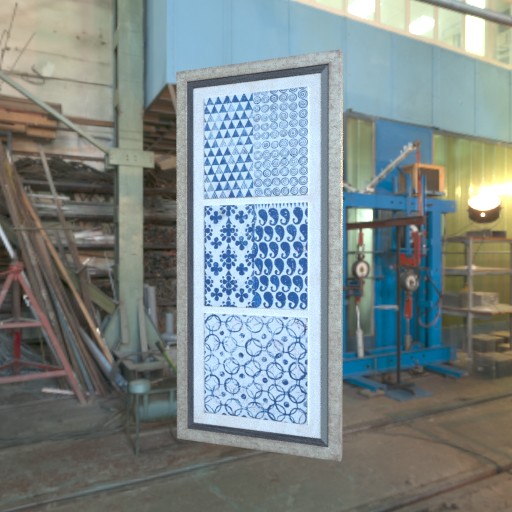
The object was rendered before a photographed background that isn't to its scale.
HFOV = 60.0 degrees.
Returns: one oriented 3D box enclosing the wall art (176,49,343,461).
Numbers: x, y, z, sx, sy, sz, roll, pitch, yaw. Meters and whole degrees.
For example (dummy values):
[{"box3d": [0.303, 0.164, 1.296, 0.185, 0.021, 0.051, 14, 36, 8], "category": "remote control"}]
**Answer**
[{"box3d": [0.000, 0.000, 1.691, 0.648, 1.461, 0.051, 0, 0, 18], "category": "wall art"}]
